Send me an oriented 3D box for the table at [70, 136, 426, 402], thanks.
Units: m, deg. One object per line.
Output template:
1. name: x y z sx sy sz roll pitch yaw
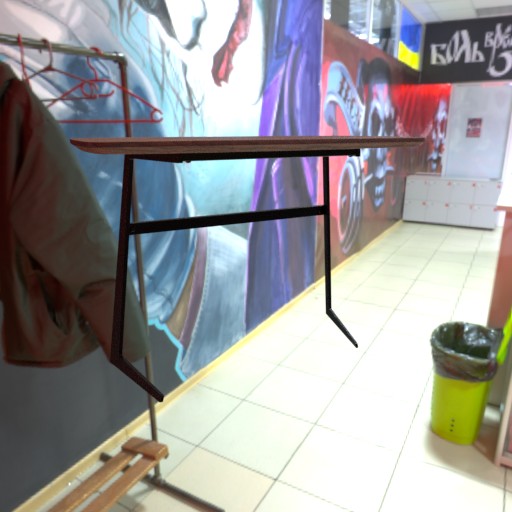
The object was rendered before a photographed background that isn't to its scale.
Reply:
1. table: 0.000 0.000 1.117 0.804 0.576 0.361 -8 18 -26
